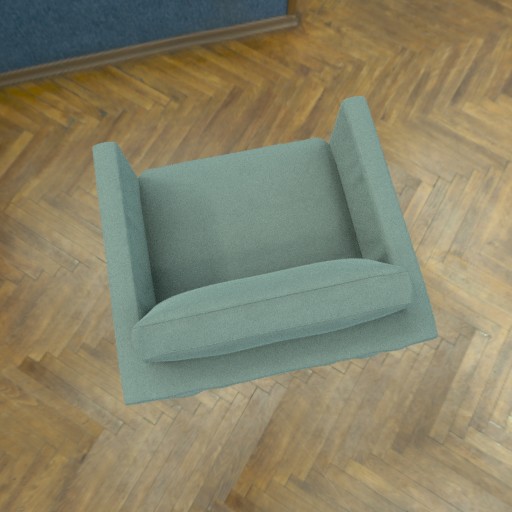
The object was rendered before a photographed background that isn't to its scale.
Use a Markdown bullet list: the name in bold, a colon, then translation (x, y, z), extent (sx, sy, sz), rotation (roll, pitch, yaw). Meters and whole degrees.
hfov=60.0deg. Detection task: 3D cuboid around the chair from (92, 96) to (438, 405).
- **chair**: translation (0.000, 0.000, 1.762), extent (1.057, 0.863, 0.949), rotation (-11, 75, -3)
